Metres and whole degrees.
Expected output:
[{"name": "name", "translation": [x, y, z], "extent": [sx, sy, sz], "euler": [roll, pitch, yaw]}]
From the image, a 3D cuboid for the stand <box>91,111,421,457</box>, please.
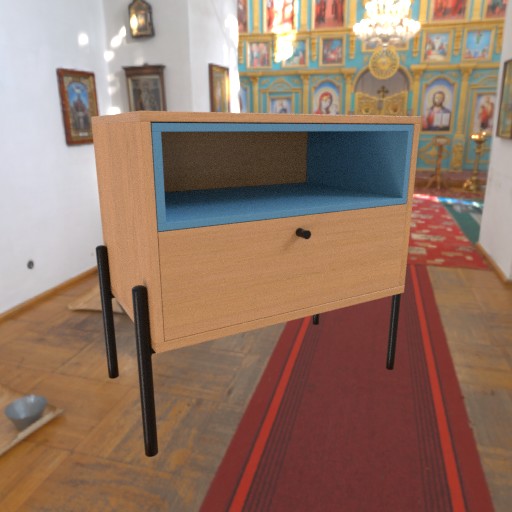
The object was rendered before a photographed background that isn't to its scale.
[{"name": "stand", "translation": [0.000, 0.000, 0.999], "extent": [0.630, 0.600, 0.400], "euler": [-9, 18, -29]}]
